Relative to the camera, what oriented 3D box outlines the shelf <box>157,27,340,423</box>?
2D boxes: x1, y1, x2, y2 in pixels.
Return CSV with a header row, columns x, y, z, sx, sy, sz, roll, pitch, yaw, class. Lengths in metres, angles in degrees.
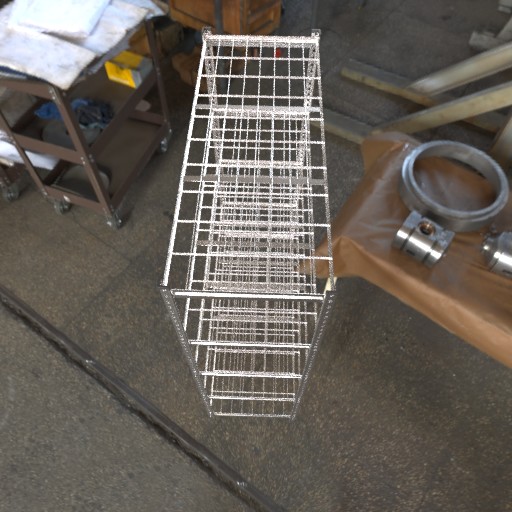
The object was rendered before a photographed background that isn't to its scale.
x,y,z,sx,sy,sz,roll,pitch,yaw,class
0.000,0.000,2.710,0.610,1.981,1.524,2,58,1,shelf
